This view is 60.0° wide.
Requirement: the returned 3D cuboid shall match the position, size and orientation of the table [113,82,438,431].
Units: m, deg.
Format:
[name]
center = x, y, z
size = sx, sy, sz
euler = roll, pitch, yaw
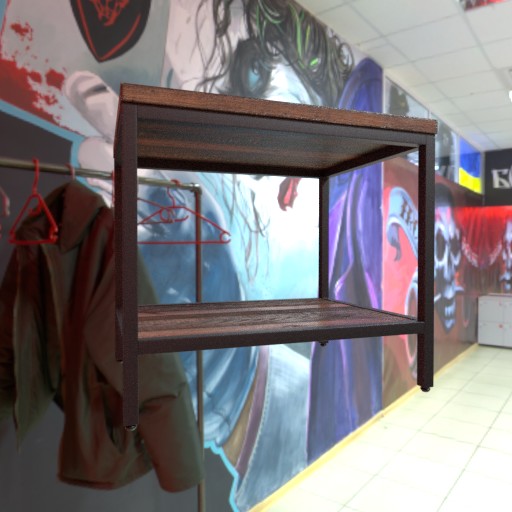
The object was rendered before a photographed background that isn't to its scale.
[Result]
[table]
center = 0.000, 0.000, 1.129
size = 0.678, 0.612, 0.524
euler = 0, 1, -19
